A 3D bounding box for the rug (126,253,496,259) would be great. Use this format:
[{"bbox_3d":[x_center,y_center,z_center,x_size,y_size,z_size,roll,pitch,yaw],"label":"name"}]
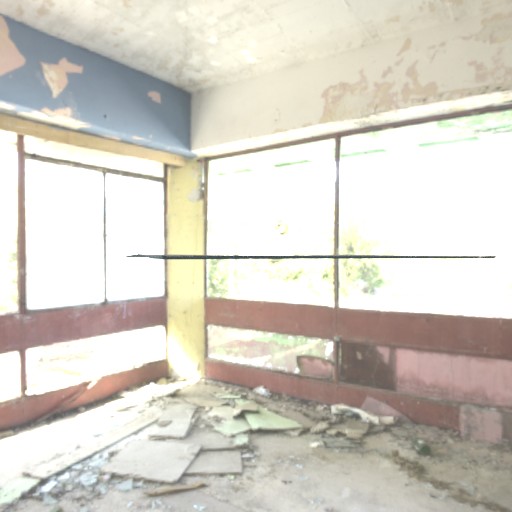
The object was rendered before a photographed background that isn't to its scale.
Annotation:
[{"bbox_3d":[0.000,0.000,2.177,1.145,0.021,1.777,0,0,-19],"label":"rug"}]
